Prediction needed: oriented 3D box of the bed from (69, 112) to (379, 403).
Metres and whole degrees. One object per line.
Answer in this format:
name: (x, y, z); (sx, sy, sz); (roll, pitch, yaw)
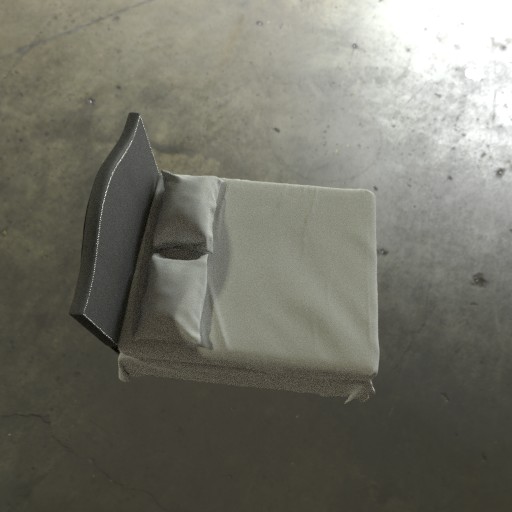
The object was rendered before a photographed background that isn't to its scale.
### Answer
bed: (0.000, 0.000, 3.478); (2.221, 1.645, 1.876); (5, 64, 3)
